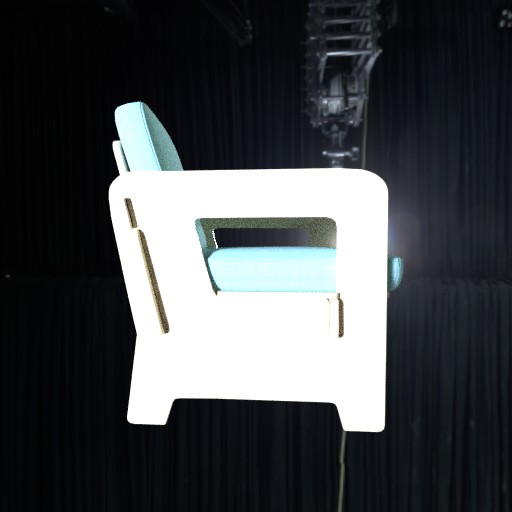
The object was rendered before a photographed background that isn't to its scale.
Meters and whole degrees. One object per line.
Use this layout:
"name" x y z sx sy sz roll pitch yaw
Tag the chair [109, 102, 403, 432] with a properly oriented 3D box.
"chair" 0.000 0.000 1.282 0.710 0.800 0.590 0 1 0
